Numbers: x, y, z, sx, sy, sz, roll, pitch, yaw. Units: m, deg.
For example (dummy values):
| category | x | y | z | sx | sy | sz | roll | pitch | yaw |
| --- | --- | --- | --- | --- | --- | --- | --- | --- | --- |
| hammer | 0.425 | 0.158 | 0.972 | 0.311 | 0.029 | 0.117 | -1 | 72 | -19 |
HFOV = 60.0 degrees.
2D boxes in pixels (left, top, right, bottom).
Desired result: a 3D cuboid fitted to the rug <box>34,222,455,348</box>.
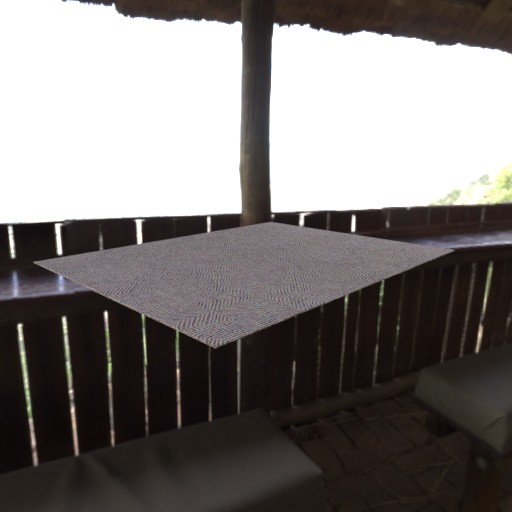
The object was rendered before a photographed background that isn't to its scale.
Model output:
| category | x | y | z | sx | sy | sz | roll | pitch | yaw |
| --- | --- | --- | --- | --- | --- | --- | --- | --- | --- |
| rug | 0.000 | 0.000 | 4.079 | 2.442 | 0.008 | 3.046 | 13 | 19 | 43 |
